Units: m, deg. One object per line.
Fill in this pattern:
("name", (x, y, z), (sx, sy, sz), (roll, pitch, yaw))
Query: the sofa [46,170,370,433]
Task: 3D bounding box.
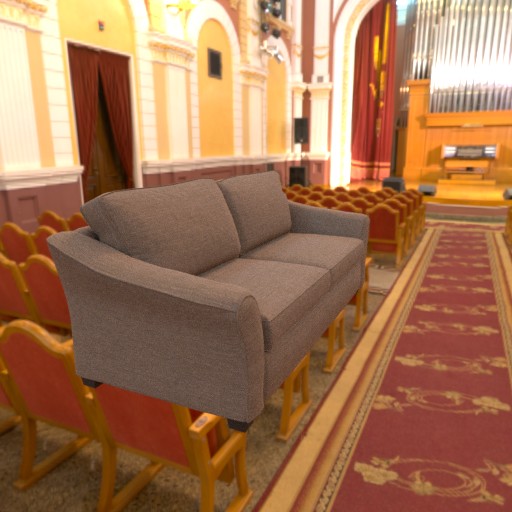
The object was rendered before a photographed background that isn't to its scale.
("sofa", (0.000, 0.000, 2.762), (0.980, 0.965, 2.270), (7, 16, 25))
